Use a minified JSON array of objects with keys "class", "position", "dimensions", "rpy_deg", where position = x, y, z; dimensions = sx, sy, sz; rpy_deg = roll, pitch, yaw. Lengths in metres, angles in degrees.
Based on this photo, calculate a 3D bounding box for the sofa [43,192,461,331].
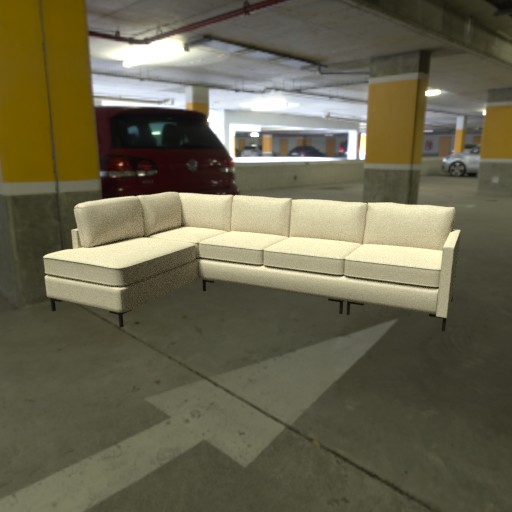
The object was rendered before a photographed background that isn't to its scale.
[{"class":"sofa","position":[0.000,0.000,4.189],"dimensions":[3.384,0.996,2.048],"rpy_deg":[7,15,26]}]
